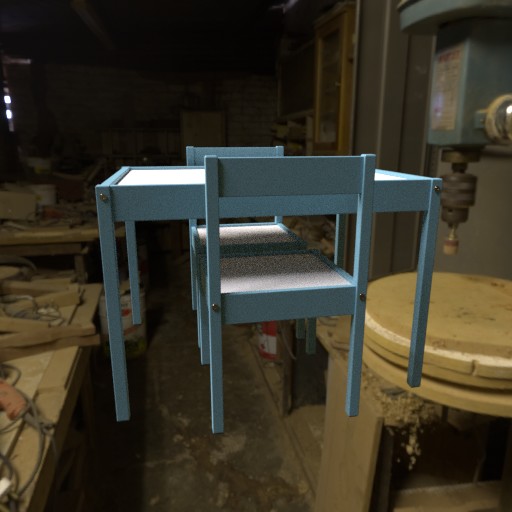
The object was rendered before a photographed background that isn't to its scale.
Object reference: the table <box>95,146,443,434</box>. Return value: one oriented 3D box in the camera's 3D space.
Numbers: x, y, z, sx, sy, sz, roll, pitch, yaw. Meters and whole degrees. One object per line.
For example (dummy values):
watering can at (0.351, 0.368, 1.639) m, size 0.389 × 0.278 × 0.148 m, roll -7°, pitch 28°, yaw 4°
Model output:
table at (0.000, 0.000, 1.076) m, size 0.639 × 0.503 × 0.633 m, roll -3°, pitch 15°, yaw -11°
